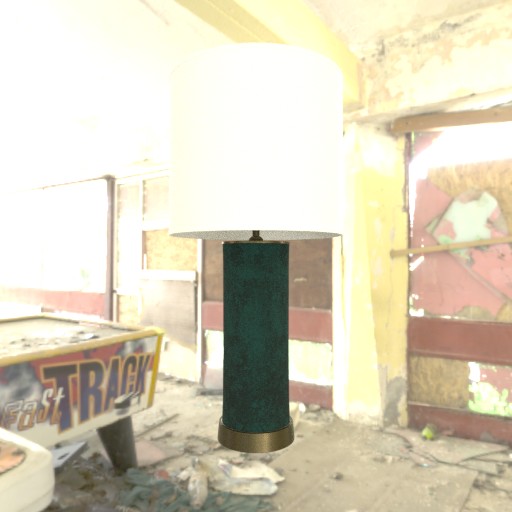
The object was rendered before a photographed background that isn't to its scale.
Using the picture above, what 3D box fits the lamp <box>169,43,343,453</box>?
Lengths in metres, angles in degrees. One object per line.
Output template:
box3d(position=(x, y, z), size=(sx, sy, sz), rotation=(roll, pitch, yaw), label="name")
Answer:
box3d(position=(0.000, 0.000, 0.776), size=(0.301, 0.630, 0.301), rotation=(0, -1, -35), label="lamp")
